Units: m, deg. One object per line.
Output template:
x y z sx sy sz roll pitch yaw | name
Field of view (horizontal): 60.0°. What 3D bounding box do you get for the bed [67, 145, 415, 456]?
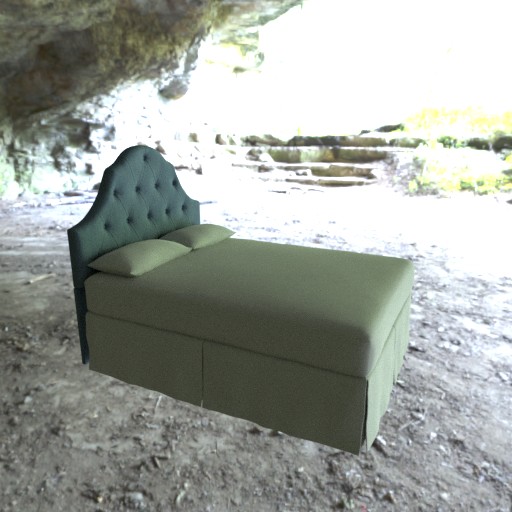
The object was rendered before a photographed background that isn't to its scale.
0.000 0.000 3.301 2.155 1.575 1.636 8 18 26 | bed
